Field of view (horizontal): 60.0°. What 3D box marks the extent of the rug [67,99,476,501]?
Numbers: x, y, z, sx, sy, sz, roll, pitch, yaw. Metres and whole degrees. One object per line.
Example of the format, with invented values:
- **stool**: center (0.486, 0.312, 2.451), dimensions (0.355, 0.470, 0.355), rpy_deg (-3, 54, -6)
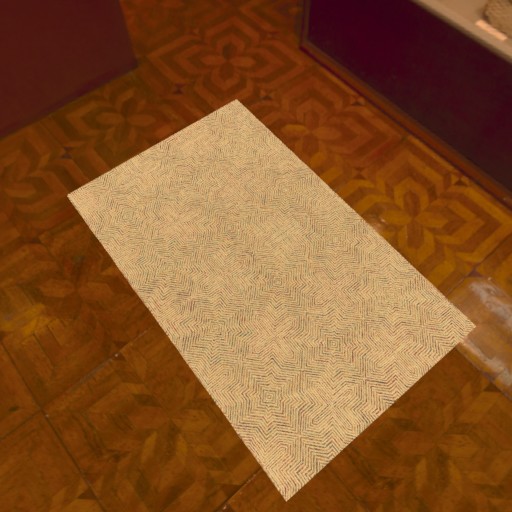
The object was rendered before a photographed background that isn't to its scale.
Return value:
- **rug**: center (0.000, 0.000, 2.931), dimensions (1.519, 0.007, 2.428), rpy_deg (-35, 68, -16)
